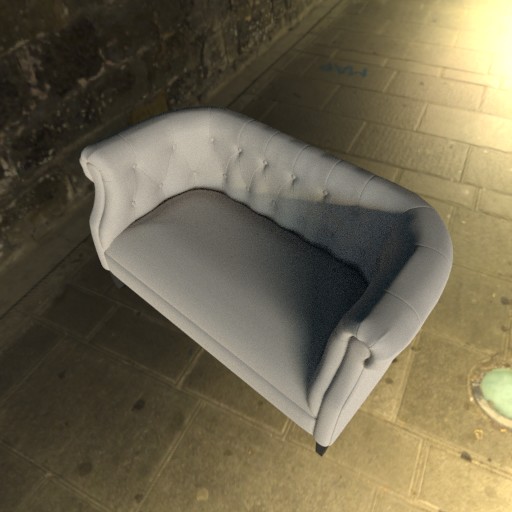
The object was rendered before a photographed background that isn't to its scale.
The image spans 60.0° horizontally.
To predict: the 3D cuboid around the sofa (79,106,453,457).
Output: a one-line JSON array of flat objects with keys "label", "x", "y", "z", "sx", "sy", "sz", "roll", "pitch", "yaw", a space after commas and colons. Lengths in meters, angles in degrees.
[{"label": "sofa", "x": 0.000, "y": 0.000, "z": 2.013, "sx": 1.558, "sy": 0.827, "sz": 0.835, "roll": 32, "pitch": 55, "yaw": 27}]
